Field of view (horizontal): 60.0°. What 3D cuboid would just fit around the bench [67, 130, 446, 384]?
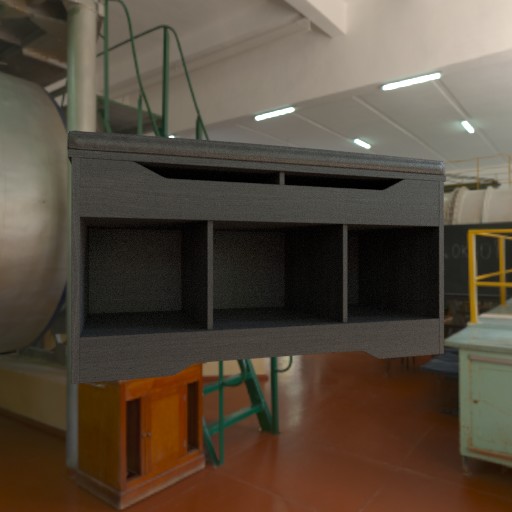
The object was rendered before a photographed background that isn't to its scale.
[{"bbox_3d":[0.000,0.000,1.190,0.905,0.501,0.401,0,0,-18],"label":"bench"}]
